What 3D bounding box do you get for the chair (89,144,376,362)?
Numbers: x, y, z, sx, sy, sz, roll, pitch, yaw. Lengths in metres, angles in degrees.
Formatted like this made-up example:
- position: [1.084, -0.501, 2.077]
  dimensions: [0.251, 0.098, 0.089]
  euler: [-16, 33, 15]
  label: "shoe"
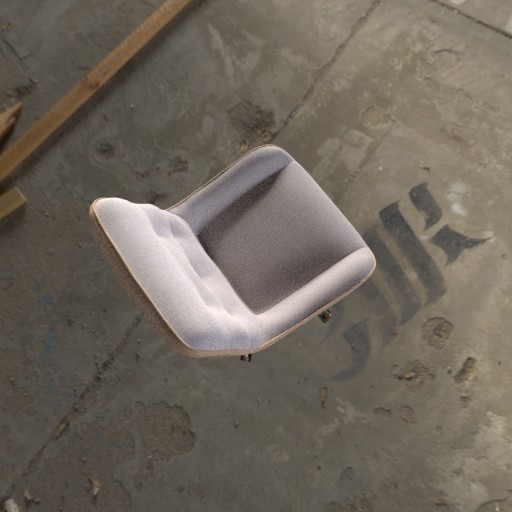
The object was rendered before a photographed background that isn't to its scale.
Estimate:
- position: [0.000, 0.000, 1.381]
  dimensions: [0.668, 0.952, 0.564]
  euler: [-35, 77, -10]
  label: "chair"
